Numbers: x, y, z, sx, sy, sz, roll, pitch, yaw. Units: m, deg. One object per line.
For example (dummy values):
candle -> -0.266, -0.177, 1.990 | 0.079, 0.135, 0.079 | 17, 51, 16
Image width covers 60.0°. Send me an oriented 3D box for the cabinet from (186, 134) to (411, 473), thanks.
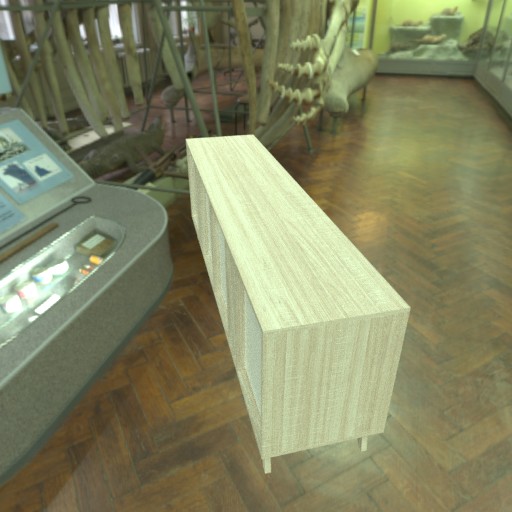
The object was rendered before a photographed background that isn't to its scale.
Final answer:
cabinet -> 0.000, 0.000, 2.518 | 0.500, 0.780, 2.200 | -7, 31, -12
